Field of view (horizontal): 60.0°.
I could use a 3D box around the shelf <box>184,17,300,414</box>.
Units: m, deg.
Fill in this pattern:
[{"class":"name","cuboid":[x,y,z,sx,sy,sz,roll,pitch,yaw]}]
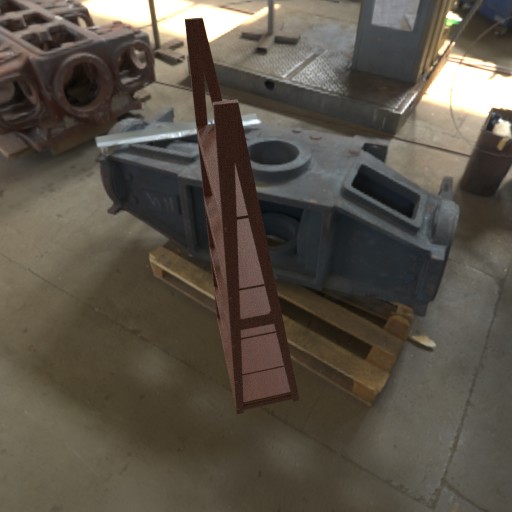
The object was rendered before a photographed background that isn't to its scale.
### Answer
[{"class":"shelf","cuboid":[0.000,0.000,1.945,0.350,1.770,0.600,-10,48,-9]}]
